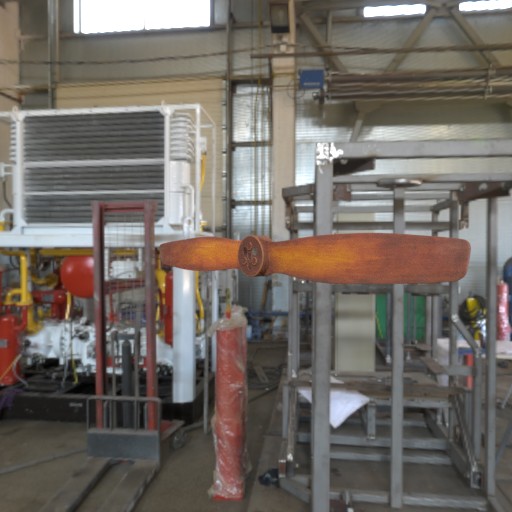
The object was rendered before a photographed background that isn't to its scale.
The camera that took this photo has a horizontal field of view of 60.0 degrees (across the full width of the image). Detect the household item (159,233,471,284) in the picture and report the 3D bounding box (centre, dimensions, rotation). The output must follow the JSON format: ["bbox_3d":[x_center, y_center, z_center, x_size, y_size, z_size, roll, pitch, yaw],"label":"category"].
[{"bbox_3d":[0.000,0.000,1.221,0.051,0.121,1.181,0,1,-38],"label":"household item"}]
